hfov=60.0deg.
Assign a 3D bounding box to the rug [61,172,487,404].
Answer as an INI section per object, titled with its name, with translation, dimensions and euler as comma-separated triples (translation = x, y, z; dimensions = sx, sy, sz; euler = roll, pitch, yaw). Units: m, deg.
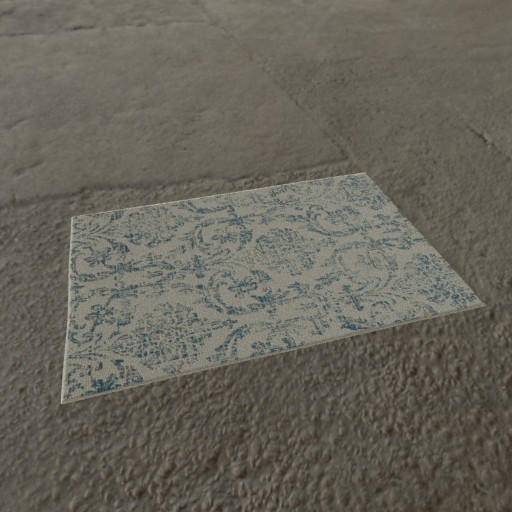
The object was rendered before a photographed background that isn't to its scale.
[rug]
translation = 0.000, 0.000, 2.260
dimensions = 1.831, 0.012, 1.213
euler = -10, 42, -12
